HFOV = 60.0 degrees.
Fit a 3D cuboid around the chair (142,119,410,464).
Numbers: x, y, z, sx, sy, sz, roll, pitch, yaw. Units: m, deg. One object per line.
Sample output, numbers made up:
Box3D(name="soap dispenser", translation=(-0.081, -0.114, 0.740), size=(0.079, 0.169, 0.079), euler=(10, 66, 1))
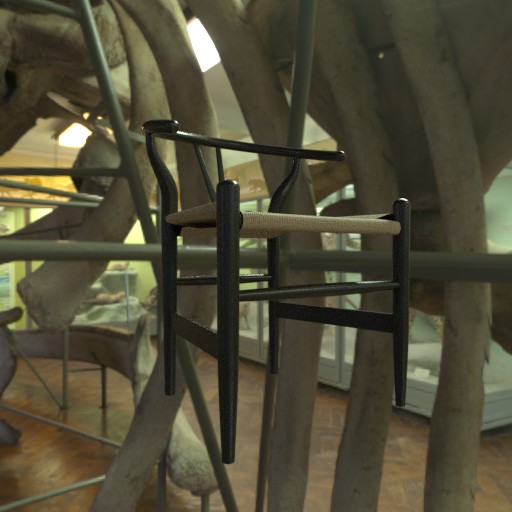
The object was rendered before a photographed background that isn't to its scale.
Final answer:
Box3D(name="chair", translation=(0.000, 0.000, 1.162), size=(0.570, 0.739, 0.570), euler=(0, 1, -36))
